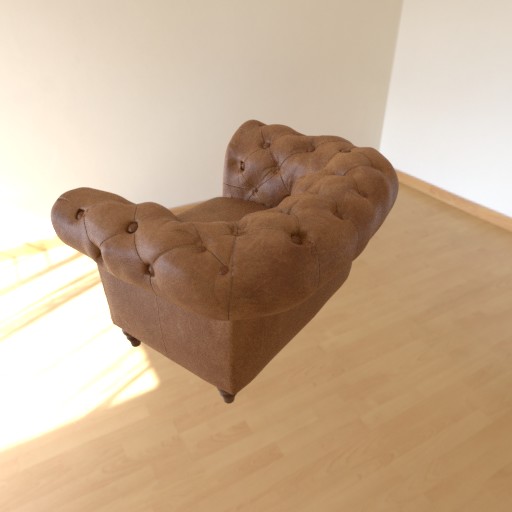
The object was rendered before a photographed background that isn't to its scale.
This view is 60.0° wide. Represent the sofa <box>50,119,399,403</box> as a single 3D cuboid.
[{"bbox_3d":[0.000,0.000,2.057,1.033,0.878,1.405,21,37,29],"label":"sofa"}]
